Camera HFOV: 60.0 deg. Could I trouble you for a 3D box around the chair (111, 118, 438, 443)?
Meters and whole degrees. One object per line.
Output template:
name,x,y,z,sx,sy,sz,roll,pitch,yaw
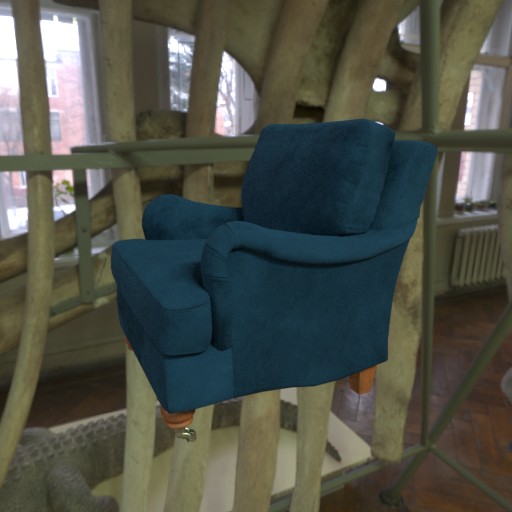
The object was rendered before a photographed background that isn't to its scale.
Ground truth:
chair,0.000,0.000,1.841,1.078,1.076,0.895,-7,16,-26
